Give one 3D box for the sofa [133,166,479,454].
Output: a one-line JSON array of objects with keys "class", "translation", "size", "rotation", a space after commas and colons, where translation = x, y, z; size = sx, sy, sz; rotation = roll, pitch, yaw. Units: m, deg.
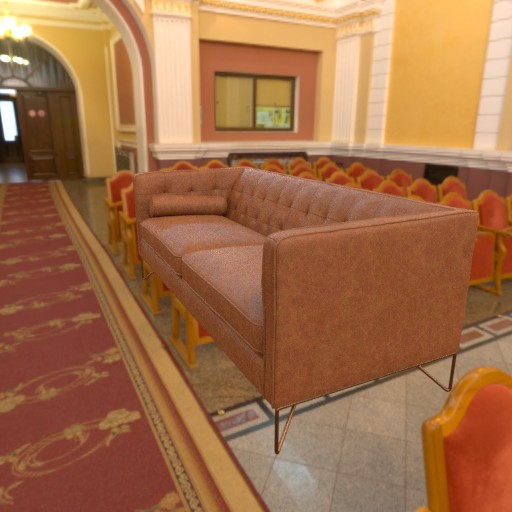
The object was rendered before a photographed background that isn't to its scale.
[{"class": "sofa", "translation": [0.000, 0.000, 2.492], "size": [0.912, 0.798, 2.079], "rotation": [-8, 18, -25]}]
